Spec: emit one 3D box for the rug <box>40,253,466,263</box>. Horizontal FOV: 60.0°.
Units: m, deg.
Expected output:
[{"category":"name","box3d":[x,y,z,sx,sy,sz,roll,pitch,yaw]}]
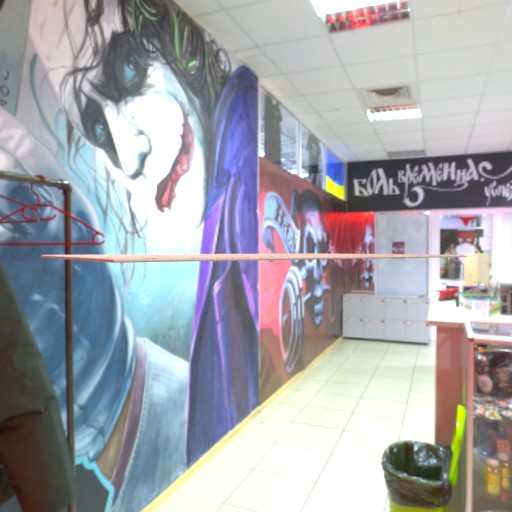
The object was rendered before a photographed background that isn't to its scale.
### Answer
[{"category":"rug","box3d":[0.000,0.000,2.288,1.839,0.012,1.219,-1,1,-35]}]
